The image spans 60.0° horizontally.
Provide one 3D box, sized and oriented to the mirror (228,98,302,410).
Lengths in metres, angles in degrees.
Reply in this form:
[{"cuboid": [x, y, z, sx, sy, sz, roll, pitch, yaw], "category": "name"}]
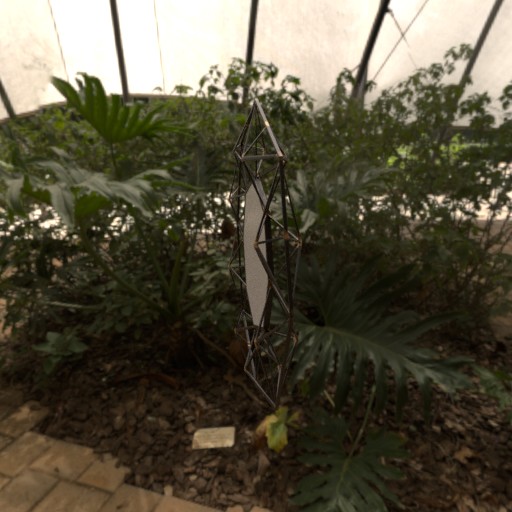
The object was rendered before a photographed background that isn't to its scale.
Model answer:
[{"cuboid": [0.000, 0.000, 1.060, 0.094, 0.710, 0.710, -3, 17, -9], "category": "mirror"}]
